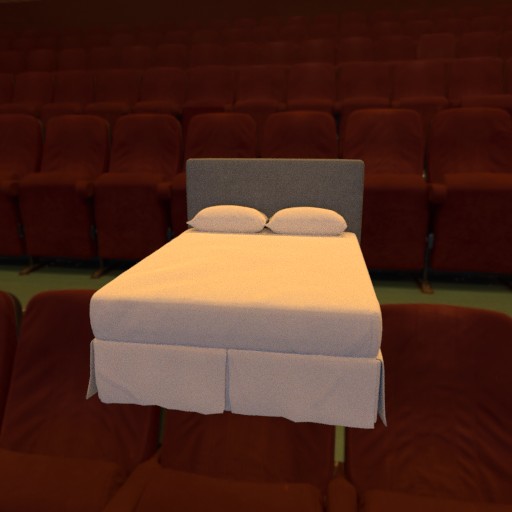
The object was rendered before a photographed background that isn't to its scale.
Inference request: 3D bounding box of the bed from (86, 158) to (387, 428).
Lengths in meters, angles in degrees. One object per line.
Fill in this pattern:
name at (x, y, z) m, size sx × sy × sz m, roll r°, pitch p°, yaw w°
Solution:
bed at (0.000, 0.000, 3.294) m, size 1.713 × 1.330 × 2.142 m, roll 2°, pitch 15°, yaw 8°
